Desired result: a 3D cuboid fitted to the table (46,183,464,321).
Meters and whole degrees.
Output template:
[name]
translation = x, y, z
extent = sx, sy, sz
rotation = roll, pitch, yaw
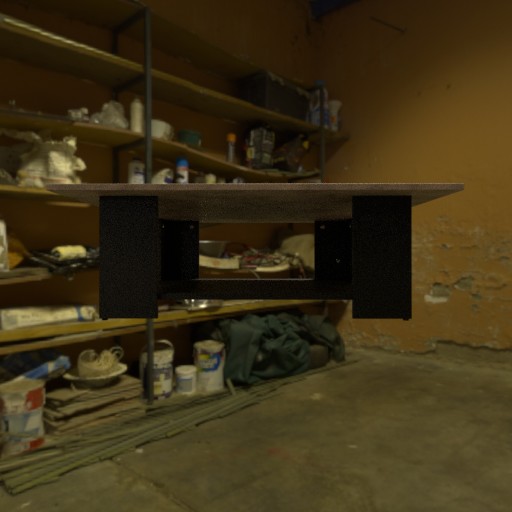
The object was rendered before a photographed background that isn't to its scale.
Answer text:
[table]
translation = 0.000, 0.000, 1.387
extent = 0.890, 0.305, 0.890
rotation = 0, 0, 0
